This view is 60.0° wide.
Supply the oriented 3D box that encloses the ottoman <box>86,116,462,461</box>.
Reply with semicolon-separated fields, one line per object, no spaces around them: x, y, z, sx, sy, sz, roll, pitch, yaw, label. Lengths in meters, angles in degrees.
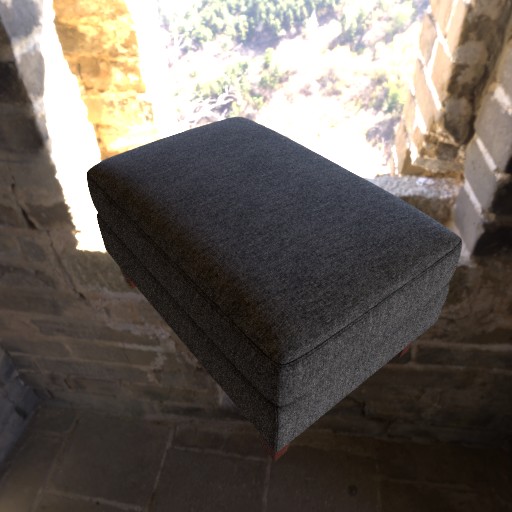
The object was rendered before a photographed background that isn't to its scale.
0.000;0.000;1.229;0.584;0.483;0.864;-28;49;-28;ottoman
